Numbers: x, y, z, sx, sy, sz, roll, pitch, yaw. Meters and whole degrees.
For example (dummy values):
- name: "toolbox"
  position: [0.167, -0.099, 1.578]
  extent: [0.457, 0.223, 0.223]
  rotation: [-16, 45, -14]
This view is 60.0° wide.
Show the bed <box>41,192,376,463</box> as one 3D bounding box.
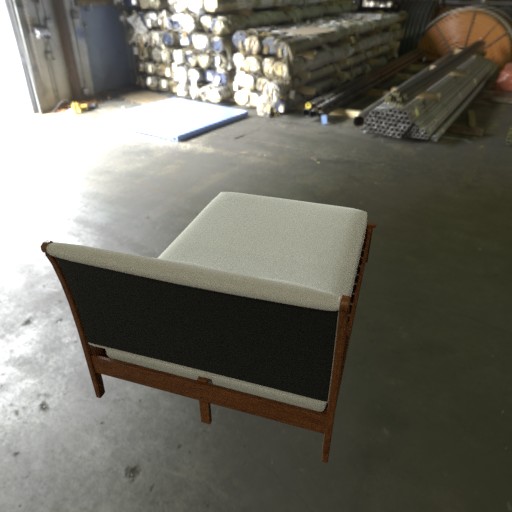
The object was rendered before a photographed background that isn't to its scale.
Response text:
- name: "bed"
  position: [0.000, 0.000, 3.303]
  extent: [1.612, 1.250, 2.380]
  rotation: [10, 34, 15]
